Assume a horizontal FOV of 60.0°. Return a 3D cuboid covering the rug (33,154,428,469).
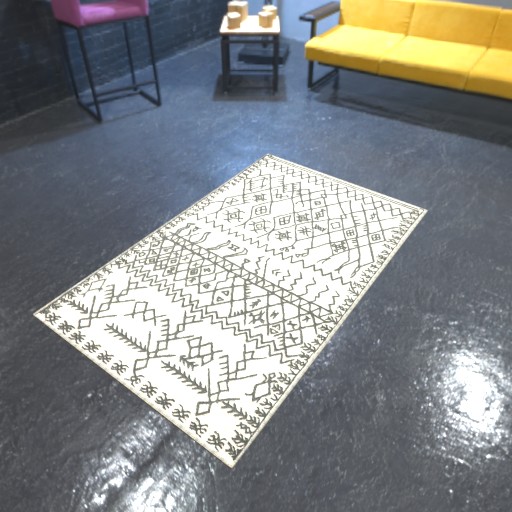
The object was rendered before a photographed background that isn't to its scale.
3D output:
[{"bbox_3d":[0.000,0.000,3.053,1.526,0.012,2.444,26,48,26],"label":"rug"}]
